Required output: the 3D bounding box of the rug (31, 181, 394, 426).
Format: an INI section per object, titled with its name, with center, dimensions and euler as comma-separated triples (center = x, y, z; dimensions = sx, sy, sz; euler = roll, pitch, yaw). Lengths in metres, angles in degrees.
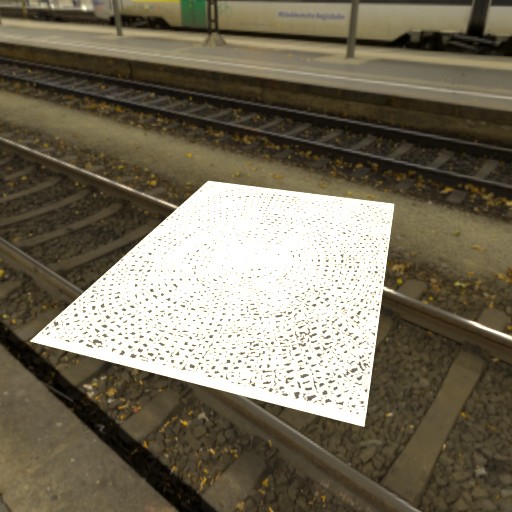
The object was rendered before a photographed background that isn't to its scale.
[rug]
center = 0.000, 0.000, 2.113
dimensions = 1.190, 0.003, 1.634
euler = 9, 32, 15
